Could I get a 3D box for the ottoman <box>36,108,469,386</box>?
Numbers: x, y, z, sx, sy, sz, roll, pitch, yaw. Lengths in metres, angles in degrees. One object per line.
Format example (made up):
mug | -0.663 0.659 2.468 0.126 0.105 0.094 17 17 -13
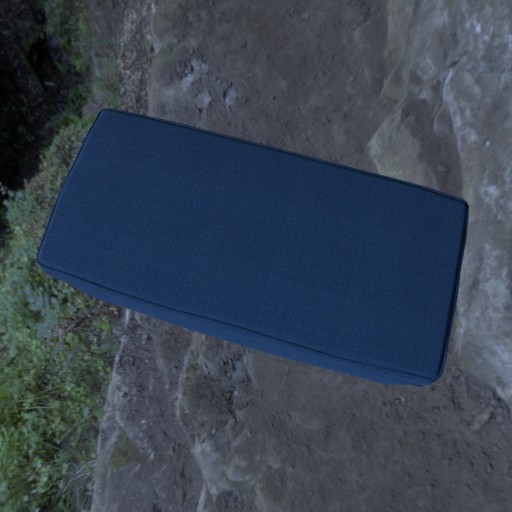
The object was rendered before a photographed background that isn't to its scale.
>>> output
ottoman | 0.000 0.000 1.220 0.943 0.474 0.474 16 75 4
